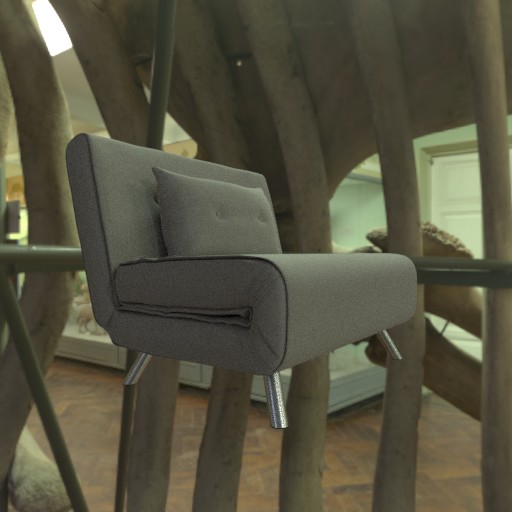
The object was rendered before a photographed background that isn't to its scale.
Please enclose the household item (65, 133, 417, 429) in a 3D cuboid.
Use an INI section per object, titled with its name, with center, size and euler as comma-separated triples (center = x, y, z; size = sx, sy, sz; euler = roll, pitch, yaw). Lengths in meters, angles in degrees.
[household item]
center = 0.000, 0.000, 1.609
size = 0.874, 0.800, 1.000
euler = 0, 1, 37
